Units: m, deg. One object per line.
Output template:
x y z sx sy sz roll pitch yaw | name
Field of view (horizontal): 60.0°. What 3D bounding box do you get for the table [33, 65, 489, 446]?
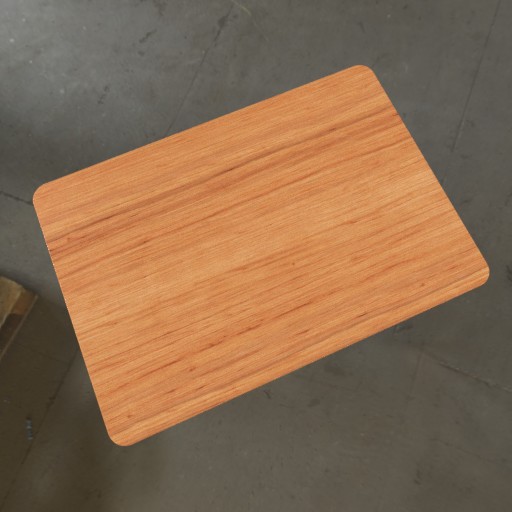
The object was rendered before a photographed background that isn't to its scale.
0.000 0.000 1.345 0.997 0.445 0.696 -23 76 -6 | table
